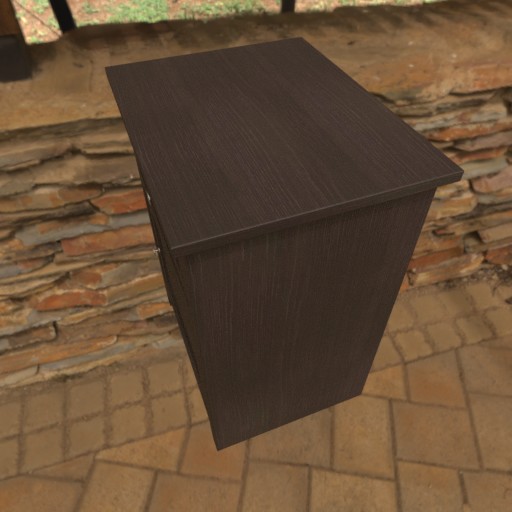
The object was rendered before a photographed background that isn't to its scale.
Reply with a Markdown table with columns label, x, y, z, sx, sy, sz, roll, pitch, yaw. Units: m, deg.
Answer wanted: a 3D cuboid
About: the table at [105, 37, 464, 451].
| label | x | y | z | sx | sy | sz | roll | pitch | yaw |
| --- | --- | --- | --- | --- | --- | --- | --- | --- | --- |
| table | 0.000 | 0.000 | 0.898 | 0.381 | 0.635 | 0.480 | -16 | 48 | -15 |
